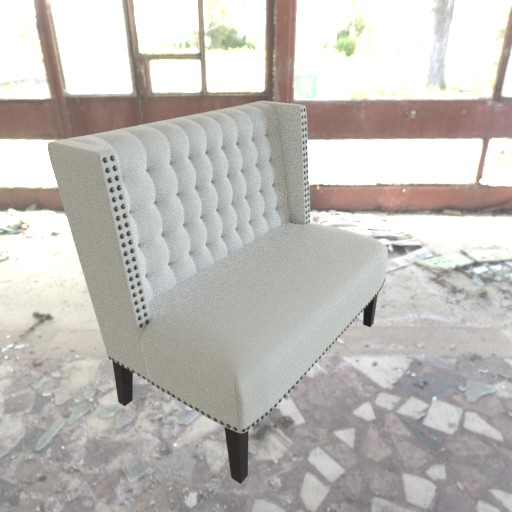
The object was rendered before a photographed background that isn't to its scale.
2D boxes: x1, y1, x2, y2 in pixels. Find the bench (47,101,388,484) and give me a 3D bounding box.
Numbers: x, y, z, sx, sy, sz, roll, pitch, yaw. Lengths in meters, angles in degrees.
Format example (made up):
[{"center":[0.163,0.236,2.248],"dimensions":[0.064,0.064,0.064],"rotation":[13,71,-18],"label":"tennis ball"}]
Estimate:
[{"center":[0.000,0.000,1.973],"dimensions":[0.847,1.123,1.280],"rotation":[18,32,31],"label":"bench"}]
